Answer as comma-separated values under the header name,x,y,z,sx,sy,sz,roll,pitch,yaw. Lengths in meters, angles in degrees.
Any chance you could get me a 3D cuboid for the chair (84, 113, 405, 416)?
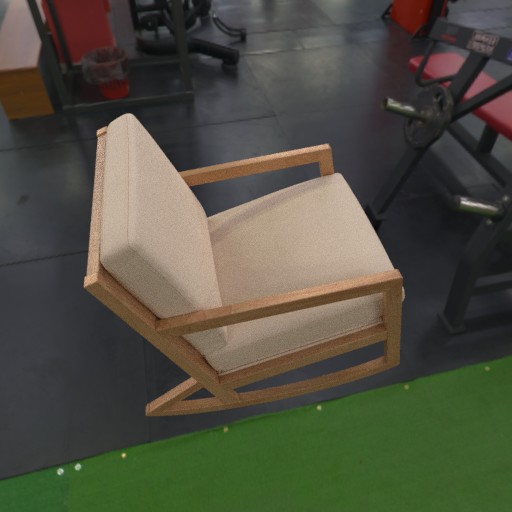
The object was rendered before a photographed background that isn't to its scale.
name,x,y,z,sx,sy,sz,roll,pitch,yaw
chair,0.000,0.000,1.423,0.857,0.790,0.622,-8,48,-8
